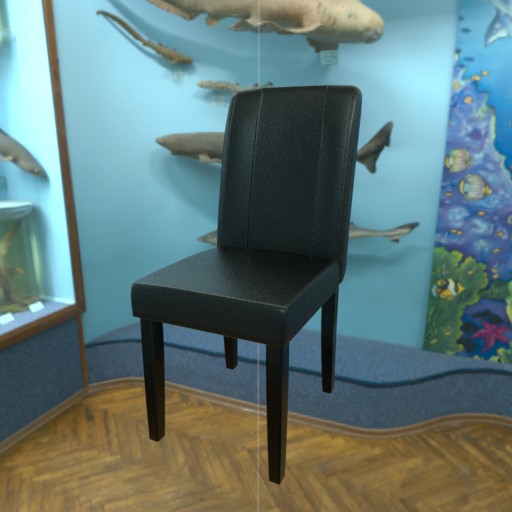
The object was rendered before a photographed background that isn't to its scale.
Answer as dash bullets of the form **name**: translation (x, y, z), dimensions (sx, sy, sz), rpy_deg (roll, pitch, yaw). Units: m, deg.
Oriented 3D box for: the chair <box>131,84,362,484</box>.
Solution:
- **chair**: translation (0.000, 0.000, 1.177), dimensions (0.399, 0.897, 0.556), rpy_deg (7, 16, 24)
